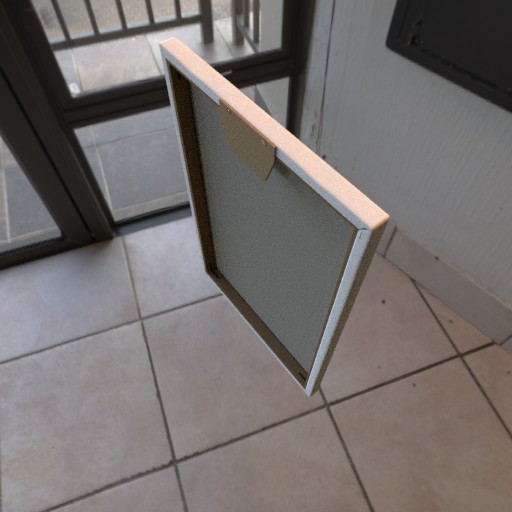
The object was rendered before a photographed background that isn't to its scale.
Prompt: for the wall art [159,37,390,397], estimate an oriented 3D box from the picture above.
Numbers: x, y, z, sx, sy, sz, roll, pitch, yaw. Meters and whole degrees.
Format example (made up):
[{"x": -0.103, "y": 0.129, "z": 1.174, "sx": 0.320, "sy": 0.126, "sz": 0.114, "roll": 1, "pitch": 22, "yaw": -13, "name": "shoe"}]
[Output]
[{"x": 0.000, "y": 0.000, "z": 1.171, "sx": 0.048, "sy": 0.916, "sz": 0.602, "roll": -34, "pitch": 63, "yaw": -19, "name": "wall art"}]
